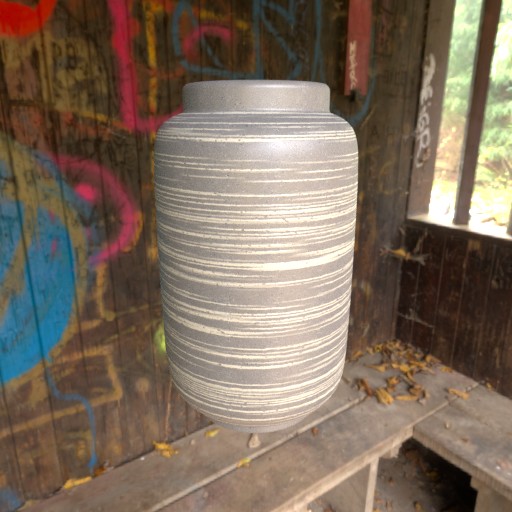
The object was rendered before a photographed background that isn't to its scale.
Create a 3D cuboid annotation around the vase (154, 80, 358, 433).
[{"bbox_3d":[0.000,0.000,0.692,0.297,0.499,0.297,0,17,0],"label":"vase"}]
